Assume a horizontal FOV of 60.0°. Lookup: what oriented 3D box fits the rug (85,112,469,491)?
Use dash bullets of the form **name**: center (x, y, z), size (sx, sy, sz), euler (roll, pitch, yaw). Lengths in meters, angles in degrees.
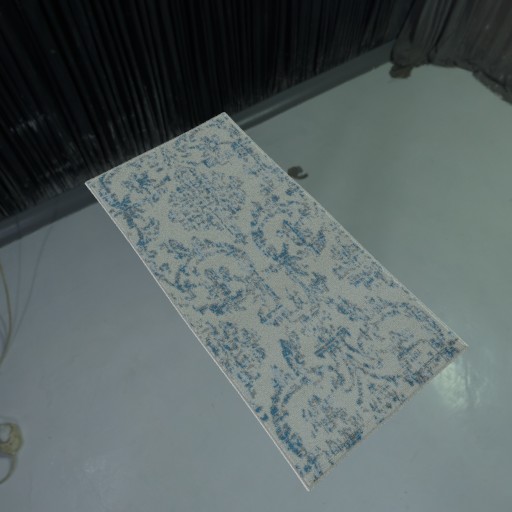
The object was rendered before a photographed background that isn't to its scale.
- **rug**: center (0.000, 0.000, 1.420), size (0.605, 0.007, 1.220), euler (-33, 65, -18)
